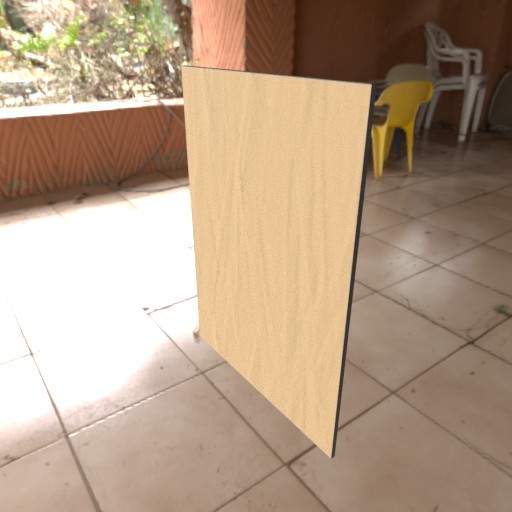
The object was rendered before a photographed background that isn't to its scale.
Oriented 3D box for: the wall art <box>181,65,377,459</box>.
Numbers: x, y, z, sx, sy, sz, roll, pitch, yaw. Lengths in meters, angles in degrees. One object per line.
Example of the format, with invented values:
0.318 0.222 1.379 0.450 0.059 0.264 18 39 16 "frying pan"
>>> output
0.000 0.000 1.455 0.016 1.116 0.810 -19 32 -33 "wall art"
